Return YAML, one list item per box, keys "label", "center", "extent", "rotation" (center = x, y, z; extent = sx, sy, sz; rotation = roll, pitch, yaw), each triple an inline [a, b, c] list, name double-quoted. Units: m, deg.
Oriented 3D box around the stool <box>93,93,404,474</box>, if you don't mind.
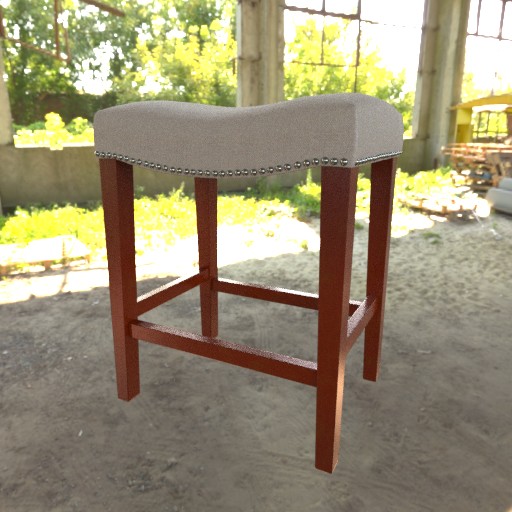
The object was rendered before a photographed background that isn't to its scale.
- label: "stool"
  center: [0.000, 0.000, 0.942]
  extent: [0.509, 0.632, 0.375]
  rotation: [8, 17, 26]
